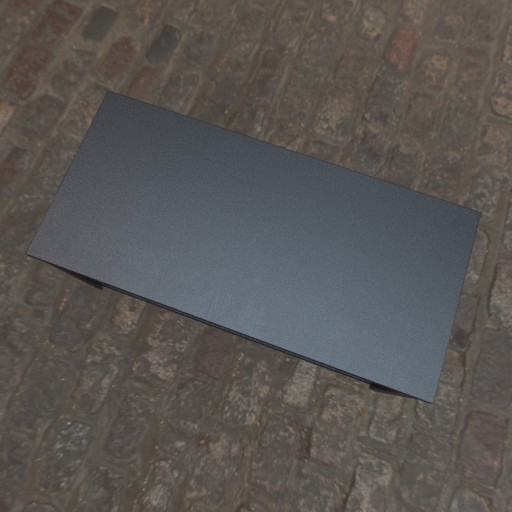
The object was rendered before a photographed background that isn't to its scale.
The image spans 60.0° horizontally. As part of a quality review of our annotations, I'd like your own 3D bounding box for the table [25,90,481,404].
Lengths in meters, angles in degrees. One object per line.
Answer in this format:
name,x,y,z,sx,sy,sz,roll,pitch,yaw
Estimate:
table,0.000,0.000,1.307,1.016,0.457,0.483,19,77,5
